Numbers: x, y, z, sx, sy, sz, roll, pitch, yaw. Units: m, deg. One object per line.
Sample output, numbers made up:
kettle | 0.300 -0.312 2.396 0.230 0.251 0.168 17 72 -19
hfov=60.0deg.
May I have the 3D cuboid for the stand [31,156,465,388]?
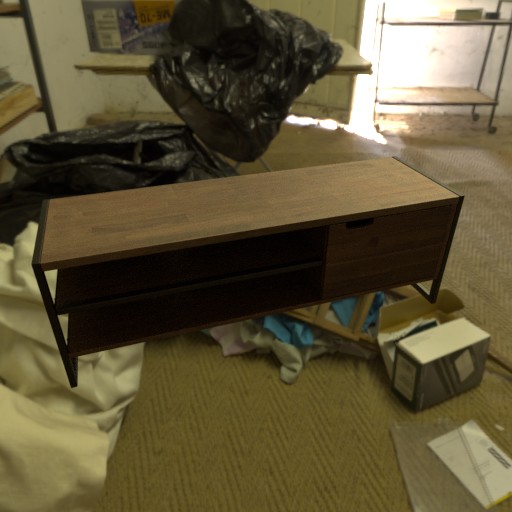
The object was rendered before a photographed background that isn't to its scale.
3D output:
stand | 0.000 0.000 1.757 1.480 0.506 0.454 -10 33 -15
